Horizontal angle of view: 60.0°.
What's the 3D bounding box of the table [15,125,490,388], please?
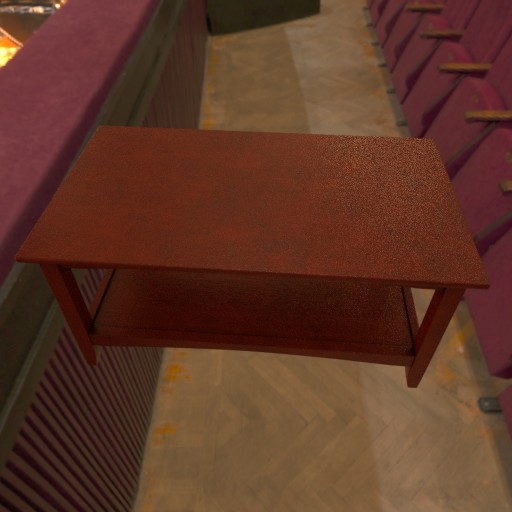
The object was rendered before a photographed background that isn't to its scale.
[{"bbox_3d":[0.000,0.000,1.219,0.943,0.456,0.533,3,46,3],"label":"table"}]
